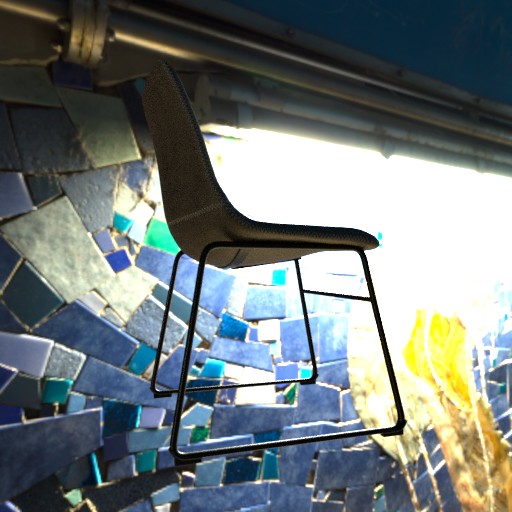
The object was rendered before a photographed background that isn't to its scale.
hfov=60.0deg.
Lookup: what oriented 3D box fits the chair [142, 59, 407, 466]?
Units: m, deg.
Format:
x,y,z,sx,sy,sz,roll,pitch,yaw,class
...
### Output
x,y,z,sx,sy,sz,roll,pitch,yaw,class
0.000,0.000,1.102,0.550,0.780,0.460,0,-1,-18,chair
